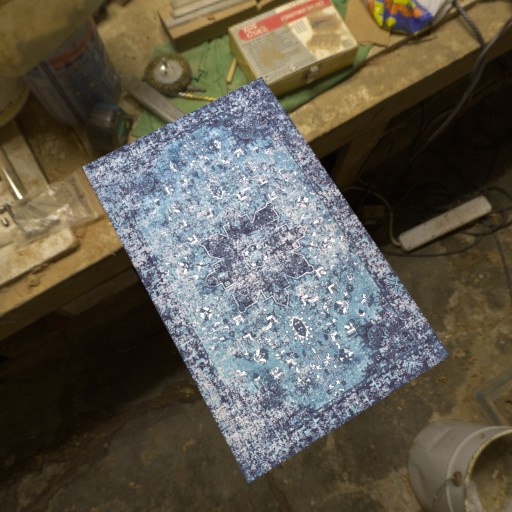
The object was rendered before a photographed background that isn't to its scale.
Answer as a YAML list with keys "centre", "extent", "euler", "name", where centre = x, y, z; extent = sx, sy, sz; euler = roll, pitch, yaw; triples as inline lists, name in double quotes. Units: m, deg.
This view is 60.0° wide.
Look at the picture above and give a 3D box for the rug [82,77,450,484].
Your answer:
- centre: [0.000, 0.000, 3.065]
  extent: [1.525, 0.007, 2.440]
  euler: [-29, 77, -7]
  name: "rug"
